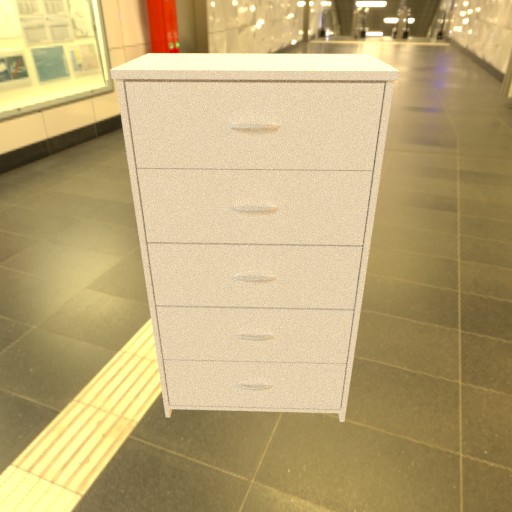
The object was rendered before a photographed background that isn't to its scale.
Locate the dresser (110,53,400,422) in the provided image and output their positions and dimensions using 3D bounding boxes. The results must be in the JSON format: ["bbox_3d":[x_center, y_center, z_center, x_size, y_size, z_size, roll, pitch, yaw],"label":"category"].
[{"bbox_3d":[0.000,0.000,1.550,0.704,1.255,0.399,1,30,2],"label":"dresser"}]
